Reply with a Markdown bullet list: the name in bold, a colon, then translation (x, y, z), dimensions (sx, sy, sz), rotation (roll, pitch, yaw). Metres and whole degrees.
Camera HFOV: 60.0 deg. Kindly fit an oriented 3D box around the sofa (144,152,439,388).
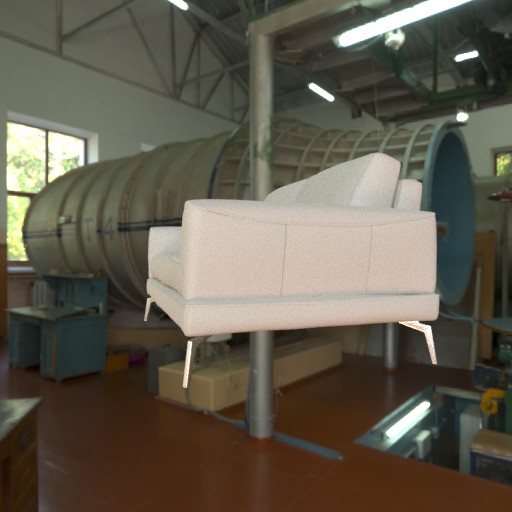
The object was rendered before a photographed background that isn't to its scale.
- **sofa**: translation (0.000, 0.000, 2.518), dimensions (1.121, 0.930, 1.819), rotation (0, 0, -18)
